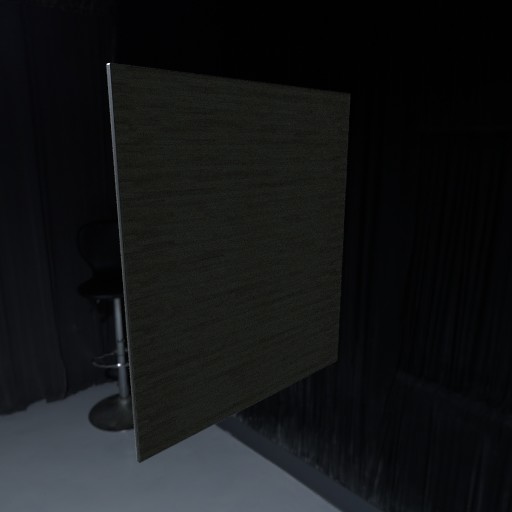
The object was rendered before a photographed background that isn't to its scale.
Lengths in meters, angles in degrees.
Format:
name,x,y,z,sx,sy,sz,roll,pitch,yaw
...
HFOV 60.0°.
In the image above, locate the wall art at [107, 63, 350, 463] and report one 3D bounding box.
name,x,y,z,sx,sy,sz,roll,pitch,yaw
wall art,0.000,0.000,0.758,0.483,0.559,0.009,-13,19,-41
